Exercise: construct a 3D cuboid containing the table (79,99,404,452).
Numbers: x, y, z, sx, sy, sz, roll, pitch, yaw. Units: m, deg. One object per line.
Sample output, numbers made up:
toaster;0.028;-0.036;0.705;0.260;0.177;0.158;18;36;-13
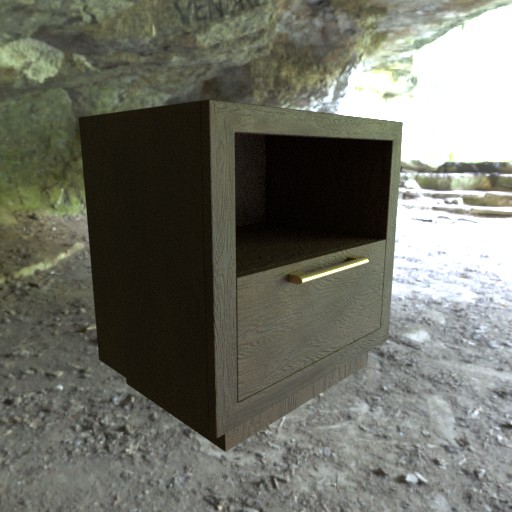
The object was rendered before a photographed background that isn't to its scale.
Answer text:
table;0.000;0.000;0.987;0.439;0.585;0.560;12;18;43
